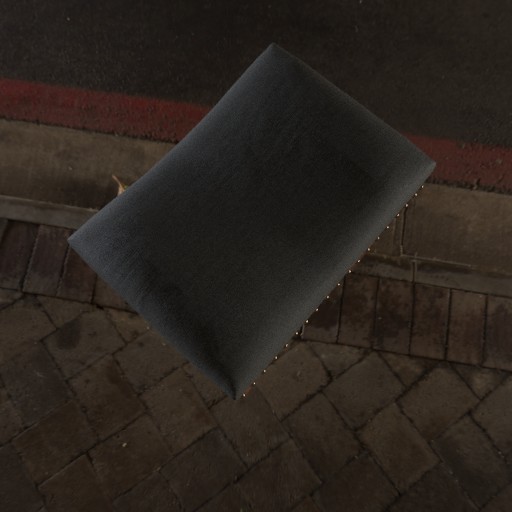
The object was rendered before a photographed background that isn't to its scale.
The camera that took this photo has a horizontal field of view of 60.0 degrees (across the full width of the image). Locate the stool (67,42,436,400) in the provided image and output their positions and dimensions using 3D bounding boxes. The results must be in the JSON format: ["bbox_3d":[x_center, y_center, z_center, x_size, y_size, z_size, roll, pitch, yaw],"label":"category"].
[{"bbox_3d":[0.000,0.000,0.859,0.320,0.612,0.439,41,79,10],"label":"stool"}]
